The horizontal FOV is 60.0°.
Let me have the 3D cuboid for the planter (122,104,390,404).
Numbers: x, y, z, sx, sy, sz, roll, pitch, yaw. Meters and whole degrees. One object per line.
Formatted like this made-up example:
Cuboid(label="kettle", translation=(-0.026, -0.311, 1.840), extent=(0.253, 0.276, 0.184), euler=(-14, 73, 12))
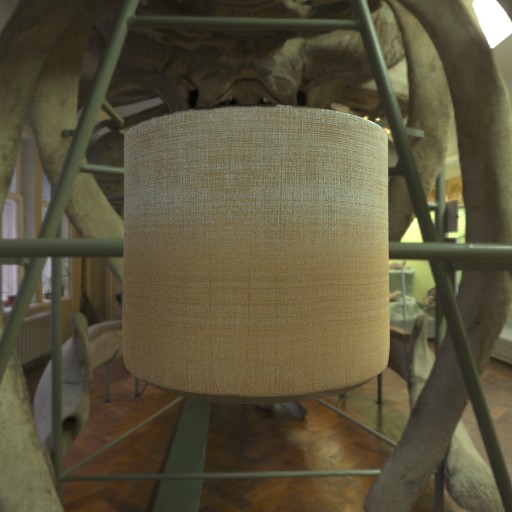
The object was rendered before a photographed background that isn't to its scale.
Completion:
Cuboid(label="planter", translation=(0.000, 0.000, 0.438), extent=(0.254, 0.221, 0.254), euler=(0, 1, 0))
